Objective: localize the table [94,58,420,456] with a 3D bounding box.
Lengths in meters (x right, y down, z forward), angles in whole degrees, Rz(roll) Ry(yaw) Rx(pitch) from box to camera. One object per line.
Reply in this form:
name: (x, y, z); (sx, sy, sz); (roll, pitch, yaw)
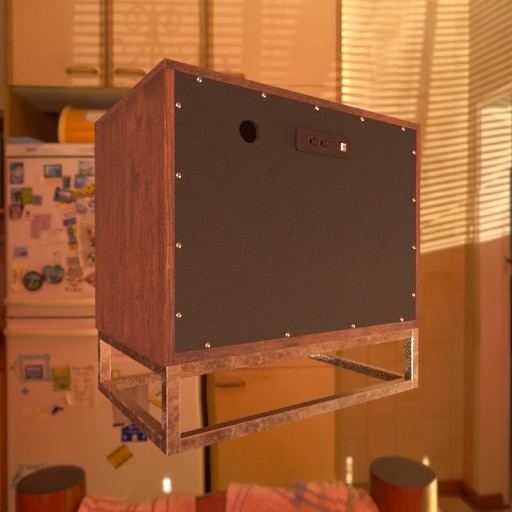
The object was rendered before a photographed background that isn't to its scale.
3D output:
table: (0.000, 0.000, 1.258); (0.767, 0.746, 0.542); (0, 1, -34)
